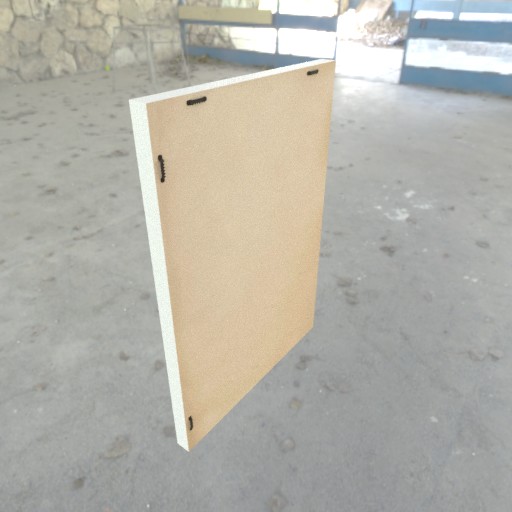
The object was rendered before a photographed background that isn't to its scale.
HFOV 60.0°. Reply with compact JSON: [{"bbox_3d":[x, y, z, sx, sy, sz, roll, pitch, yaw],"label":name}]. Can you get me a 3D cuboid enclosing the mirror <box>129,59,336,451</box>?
[{"bbox_3d":[0.000,0.000,0.932,0.039,0.710,0.507,21,37,31],"label":"mirror"}]
